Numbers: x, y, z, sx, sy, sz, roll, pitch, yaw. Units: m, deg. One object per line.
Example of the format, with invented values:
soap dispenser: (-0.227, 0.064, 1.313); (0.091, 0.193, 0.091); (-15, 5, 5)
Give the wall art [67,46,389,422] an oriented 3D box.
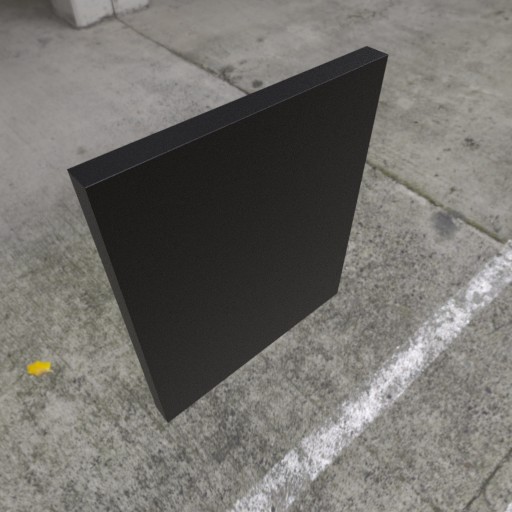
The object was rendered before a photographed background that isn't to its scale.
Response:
wall art: (0.000, 0.000, 0.513); (0.325, 0.380, 0.028); (-32, 55, -27)
